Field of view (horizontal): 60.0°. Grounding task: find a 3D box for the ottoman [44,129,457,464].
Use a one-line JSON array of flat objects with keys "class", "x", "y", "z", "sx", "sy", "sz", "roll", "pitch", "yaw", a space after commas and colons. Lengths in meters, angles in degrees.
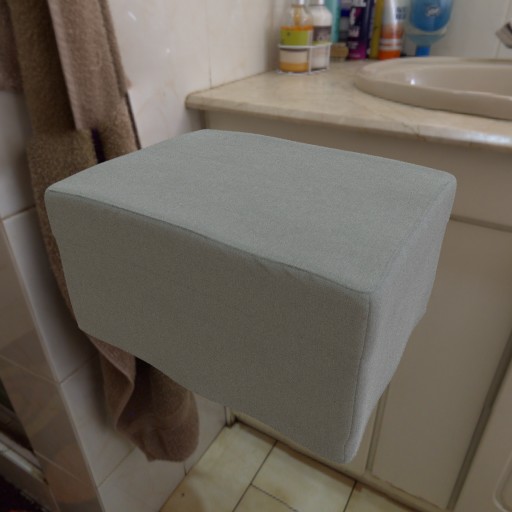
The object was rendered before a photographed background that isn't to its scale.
[{"class": "ottoman", "x": 0.000, "y": 0.000, "z": 1.194, "sx": 0.833, "sy": 0.461, "sz": 0.648, "roll": 18, "pitch": 35, "yaw": 27}]
